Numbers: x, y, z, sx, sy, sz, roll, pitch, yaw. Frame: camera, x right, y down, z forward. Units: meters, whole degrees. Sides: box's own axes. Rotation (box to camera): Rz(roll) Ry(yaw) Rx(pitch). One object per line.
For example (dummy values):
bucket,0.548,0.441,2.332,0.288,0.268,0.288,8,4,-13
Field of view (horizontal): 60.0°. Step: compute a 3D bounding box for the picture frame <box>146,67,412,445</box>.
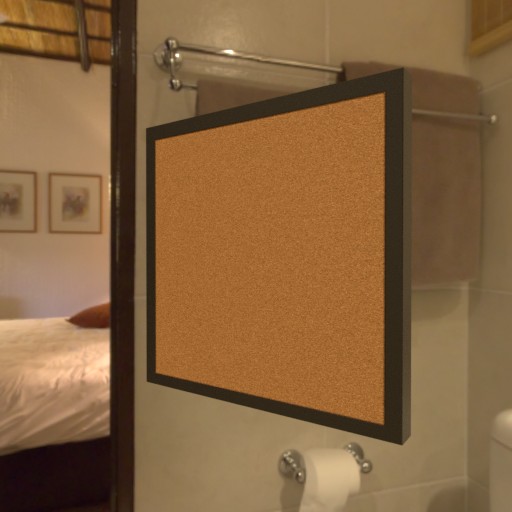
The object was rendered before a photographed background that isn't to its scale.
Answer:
picture frame,0.000,0.000,0.527,0.355,0.353,0.029,0,1,35
